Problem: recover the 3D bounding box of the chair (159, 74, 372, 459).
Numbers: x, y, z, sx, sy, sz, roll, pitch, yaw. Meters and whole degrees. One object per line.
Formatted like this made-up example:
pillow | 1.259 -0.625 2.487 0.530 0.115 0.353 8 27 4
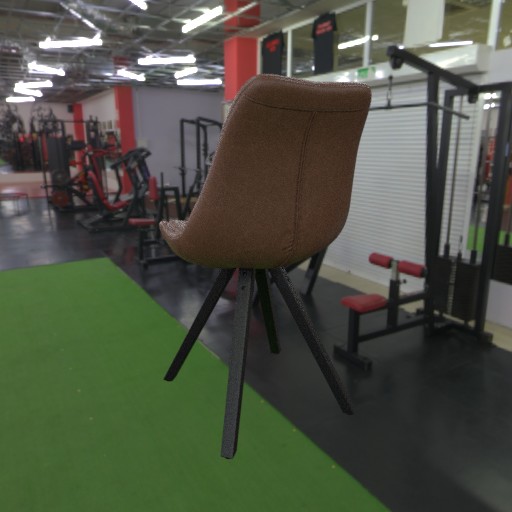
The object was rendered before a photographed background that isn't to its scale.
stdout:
chair | 0.000 0.000 1.213 0.475 0.850 0.550 -8 16 -28
